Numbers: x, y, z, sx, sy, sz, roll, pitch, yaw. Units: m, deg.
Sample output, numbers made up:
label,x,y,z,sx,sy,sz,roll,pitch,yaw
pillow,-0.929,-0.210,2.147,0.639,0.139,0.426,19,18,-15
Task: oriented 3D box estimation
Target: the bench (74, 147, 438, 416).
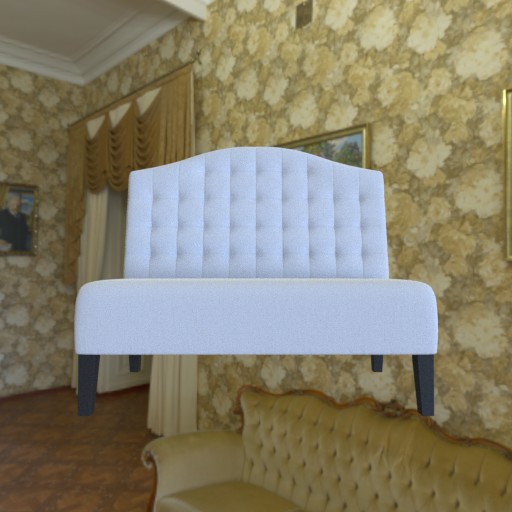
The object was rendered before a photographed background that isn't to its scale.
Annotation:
label,x,y,z,sx,sy,sz,roll,pitch,yaw
bench,0.000,0.000,2.007,1.335,1.180,0.815,0,-1,0
